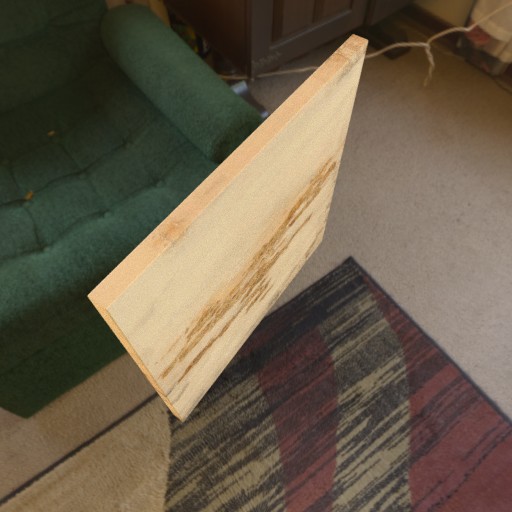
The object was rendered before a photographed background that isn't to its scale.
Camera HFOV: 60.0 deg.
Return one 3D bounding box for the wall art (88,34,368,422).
[{"bbox_3d":[0.000,0.000,1.089,0.038,0.755,0.753,31,64,18],"label":"wall art"}]
